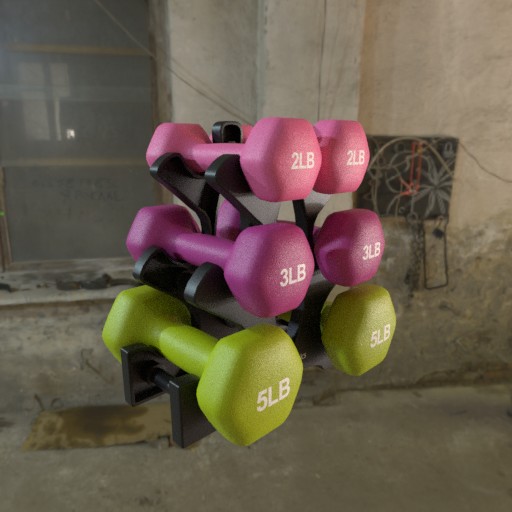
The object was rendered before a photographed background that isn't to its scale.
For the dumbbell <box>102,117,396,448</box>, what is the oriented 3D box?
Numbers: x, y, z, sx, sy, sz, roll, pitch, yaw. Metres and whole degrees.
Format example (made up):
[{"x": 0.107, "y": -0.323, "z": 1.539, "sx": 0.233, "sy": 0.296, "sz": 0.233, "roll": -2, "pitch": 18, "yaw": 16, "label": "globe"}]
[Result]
[{"x": 0.000, "y": 0.000, "z": 0.444, "sx": 0.257, "sy": 0.261, "sz": 0.203, "roll": -13, "pitch": 20, "yaw": -42, "label": "dumbbell"}]
